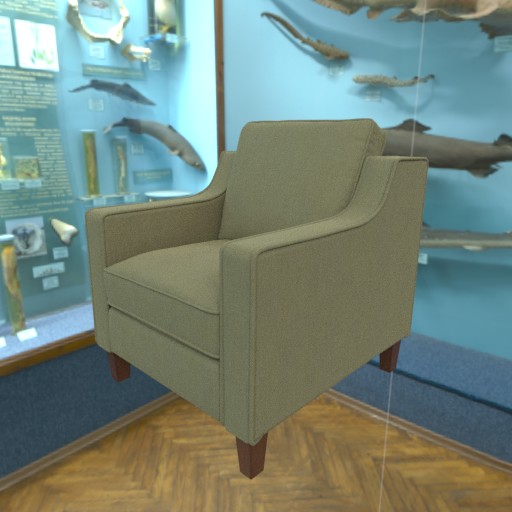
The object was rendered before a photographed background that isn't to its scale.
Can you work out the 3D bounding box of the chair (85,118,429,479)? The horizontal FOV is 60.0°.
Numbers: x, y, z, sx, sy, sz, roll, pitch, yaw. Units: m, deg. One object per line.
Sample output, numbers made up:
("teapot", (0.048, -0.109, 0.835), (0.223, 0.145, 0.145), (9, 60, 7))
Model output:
("chair", (0.000, 0.000, 1.612), (0.831, 0.960, 0.909), (14, 21, 42))
